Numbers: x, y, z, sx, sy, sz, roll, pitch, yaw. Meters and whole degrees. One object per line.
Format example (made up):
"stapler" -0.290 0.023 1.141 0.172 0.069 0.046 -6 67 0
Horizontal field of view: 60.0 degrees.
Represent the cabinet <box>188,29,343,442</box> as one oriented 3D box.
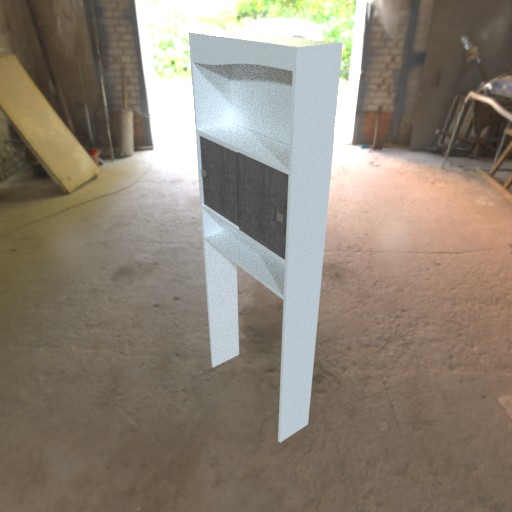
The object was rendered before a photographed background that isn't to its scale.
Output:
"cabinet" 0.000 0.000 1.990 0.192 1.770 0.643 -21 37 -30
